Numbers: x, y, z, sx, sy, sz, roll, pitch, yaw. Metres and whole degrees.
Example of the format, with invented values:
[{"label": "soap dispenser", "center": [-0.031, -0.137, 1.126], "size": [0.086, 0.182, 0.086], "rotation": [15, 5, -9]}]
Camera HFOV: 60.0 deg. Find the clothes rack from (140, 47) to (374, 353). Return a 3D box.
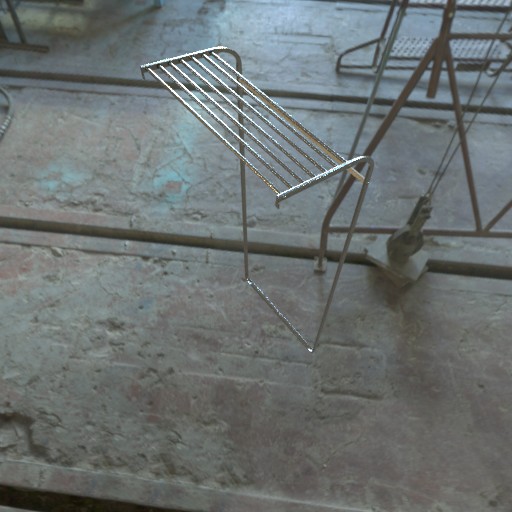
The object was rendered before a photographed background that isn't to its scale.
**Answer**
[{"label": "clothes rack", "center": [0.000, 0.000, 1.830], "size": [0.349, 1.574, 0.609], "rotation": [-34, 64, -19]}]
